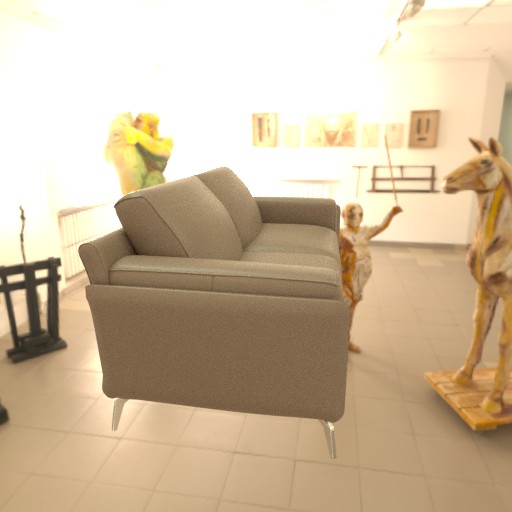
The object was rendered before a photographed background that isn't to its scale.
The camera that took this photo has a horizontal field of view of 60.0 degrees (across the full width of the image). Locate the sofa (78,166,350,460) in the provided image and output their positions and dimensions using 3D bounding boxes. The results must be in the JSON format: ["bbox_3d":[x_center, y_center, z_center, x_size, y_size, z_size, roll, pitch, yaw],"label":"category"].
[{"bbox_3d":[0.000,0.000,2.504,1.049,0.930,2.101,3,16,9],"label":"sofa"}]
